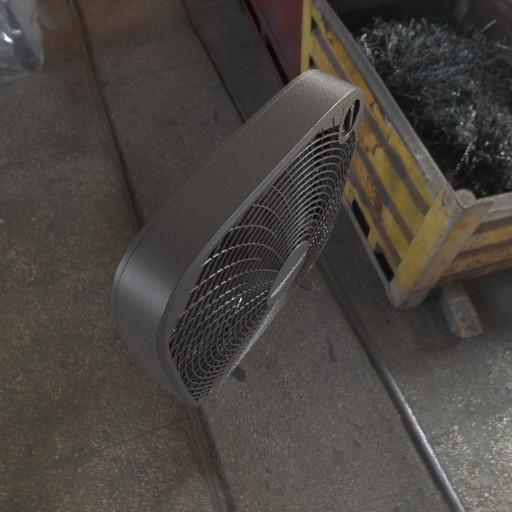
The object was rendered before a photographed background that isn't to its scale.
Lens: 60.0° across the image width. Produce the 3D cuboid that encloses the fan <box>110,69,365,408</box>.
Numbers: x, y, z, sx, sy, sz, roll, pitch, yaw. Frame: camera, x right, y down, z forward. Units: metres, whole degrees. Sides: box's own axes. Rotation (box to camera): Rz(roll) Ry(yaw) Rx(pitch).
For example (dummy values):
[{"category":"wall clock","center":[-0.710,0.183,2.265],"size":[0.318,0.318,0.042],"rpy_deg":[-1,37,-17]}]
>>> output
[{"category":"fan","center":[0.000,0.000,0.794],"size":[0.142,0.533,0.526],"rpy_deg":[32,64,18]}]
